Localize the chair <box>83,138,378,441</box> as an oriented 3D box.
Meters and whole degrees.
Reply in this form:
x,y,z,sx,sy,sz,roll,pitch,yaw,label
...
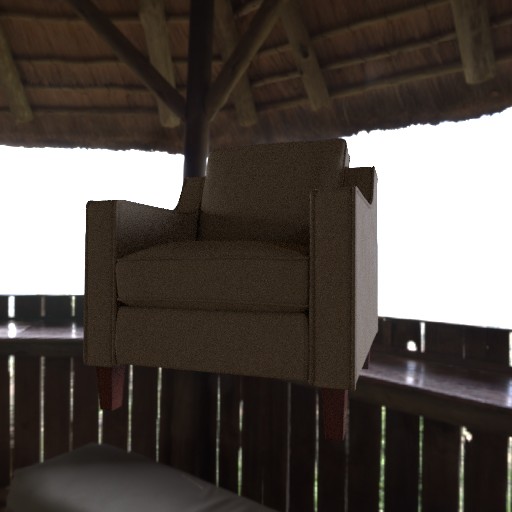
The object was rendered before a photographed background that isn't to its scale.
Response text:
x,y,z,sx,sy,sz,roll,pitch,yaw,label
0.000,0.000,1.649,0.831,0.960,0.909,0,0,19,chair
